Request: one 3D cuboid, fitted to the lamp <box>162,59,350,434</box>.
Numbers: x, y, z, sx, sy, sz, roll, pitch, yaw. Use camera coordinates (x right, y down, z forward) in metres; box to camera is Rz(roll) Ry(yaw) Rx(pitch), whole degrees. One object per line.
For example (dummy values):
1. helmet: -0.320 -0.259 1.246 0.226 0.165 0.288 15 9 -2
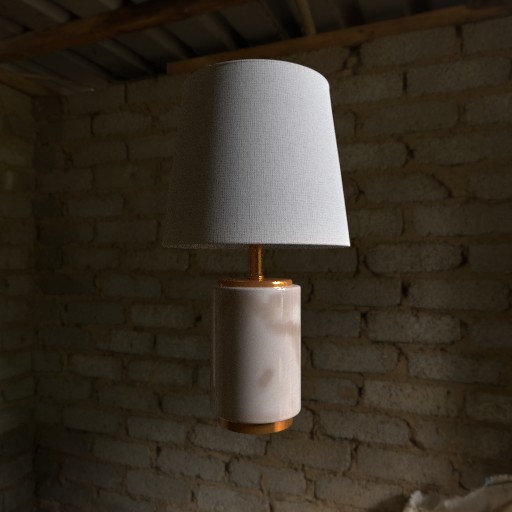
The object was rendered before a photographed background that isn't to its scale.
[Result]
1. lamp: 0.000 0.000 0.457 0.189 0.340 0.189 0 0 0
